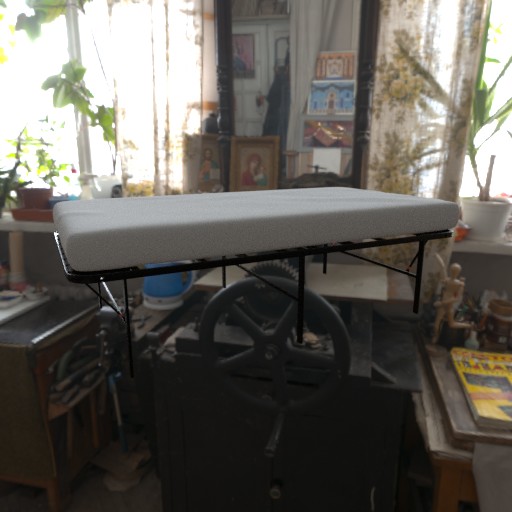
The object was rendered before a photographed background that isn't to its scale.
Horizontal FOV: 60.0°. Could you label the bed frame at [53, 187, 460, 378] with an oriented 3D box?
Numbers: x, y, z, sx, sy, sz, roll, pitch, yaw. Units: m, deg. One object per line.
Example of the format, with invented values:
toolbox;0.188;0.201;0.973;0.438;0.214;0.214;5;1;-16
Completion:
bed frame;0.000;0.000;2.356;1.903;0.619;0.989;-7;16;-26
